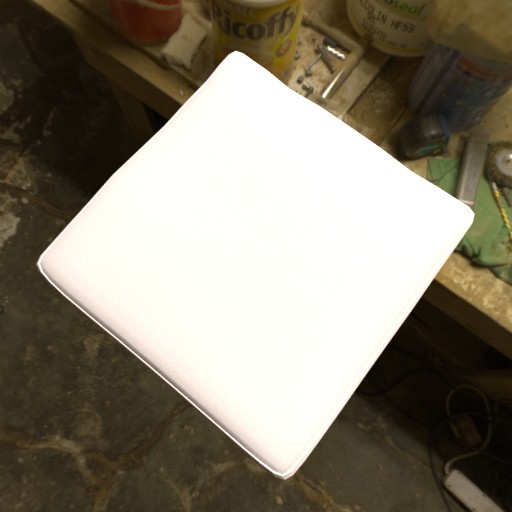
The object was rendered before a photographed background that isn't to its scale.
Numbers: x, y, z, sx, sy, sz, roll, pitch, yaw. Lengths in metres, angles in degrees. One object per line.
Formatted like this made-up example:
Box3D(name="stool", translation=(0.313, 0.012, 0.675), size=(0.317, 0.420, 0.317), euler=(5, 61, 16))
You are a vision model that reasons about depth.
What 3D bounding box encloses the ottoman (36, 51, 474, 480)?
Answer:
Box3D(name="ottoman", translation=(0.000, 0.000, 1.314), size=(0.838, 0.479, 0.838), euler=(37, 79, 9))
